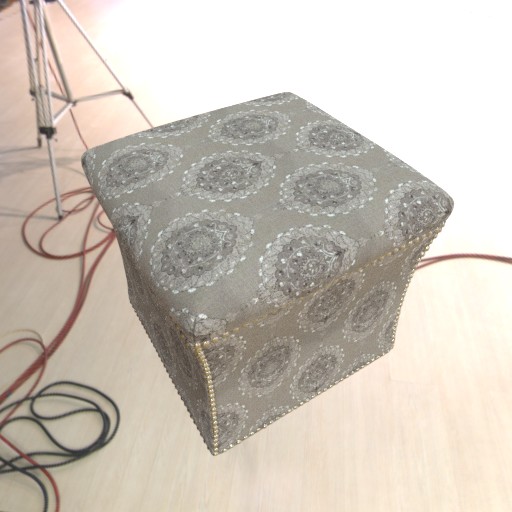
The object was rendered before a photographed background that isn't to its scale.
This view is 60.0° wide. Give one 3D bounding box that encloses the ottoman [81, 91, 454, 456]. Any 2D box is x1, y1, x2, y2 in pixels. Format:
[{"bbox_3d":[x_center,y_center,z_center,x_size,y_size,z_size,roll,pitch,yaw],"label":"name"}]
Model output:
[{"bbox_3d":[0.000,0.000,0.919,0.507,0.473,0.497,-23,49,-22],"label":"ottoman"}]
